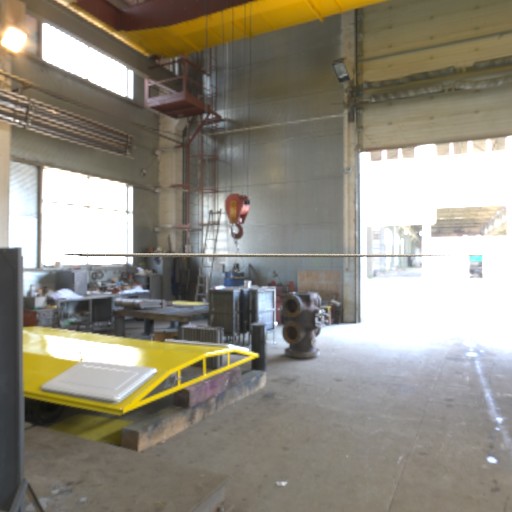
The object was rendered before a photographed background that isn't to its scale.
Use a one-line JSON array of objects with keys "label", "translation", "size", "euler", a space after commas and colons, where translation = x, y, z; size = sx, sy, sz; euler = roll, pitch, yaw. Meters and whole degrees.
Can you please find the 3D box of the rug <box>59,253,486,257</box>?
[{"label": "rug", "translation": [0.000, 0.000, 4.334], "size": [3.327, 0.010, 2.464], "euler": [0, 0, -18]}]
